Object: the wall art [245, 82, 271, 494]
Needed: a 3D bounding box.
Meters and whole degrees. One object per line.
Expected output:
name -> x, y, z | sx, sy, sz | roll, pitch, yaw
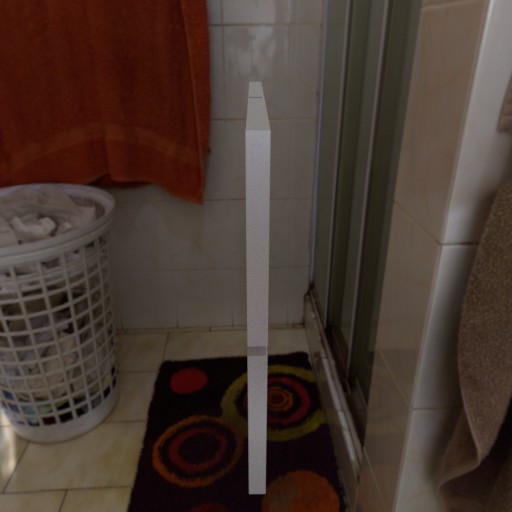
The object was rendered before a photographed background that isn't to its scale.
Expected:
wall art -> 0.000, 0.000, 0.901 | 0.029, 0.611, 0.611 | 0, 26, 0
